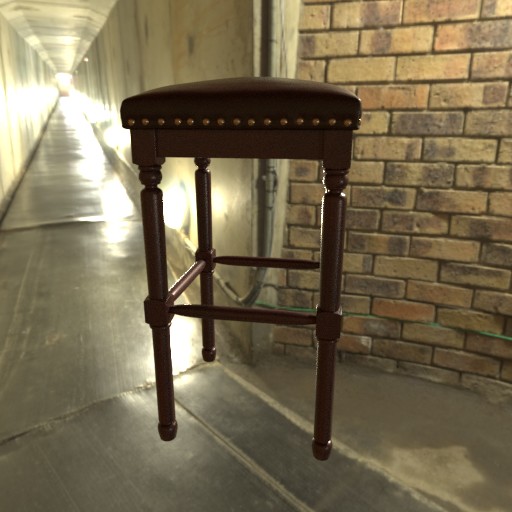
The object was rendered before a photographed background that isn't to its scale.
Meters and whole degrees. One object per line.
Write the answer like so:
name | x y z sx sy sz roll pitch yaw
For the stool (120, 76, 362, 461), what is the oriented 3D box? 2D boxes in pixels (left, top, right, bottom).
stool | 0.000 0.000 0.938 0.382 0.702 0.383 3 17 9
